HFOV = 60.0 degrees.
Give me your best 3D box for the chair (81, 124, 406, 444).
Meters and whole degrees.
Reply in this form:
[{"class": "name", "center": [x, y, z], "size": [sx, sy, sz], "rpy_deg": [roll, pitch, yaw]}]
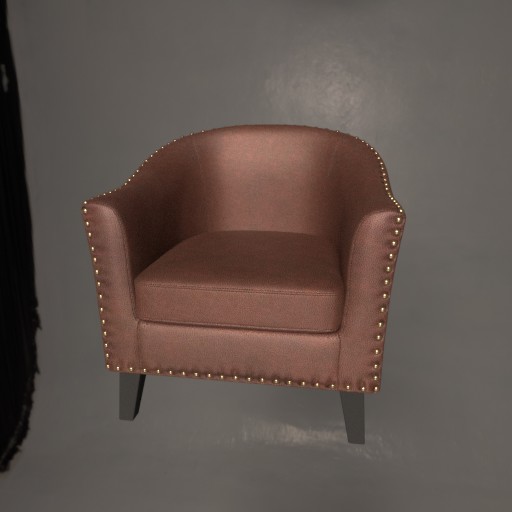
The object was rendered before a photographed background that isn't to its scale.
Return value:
[{"class": "chair", "center": [0.000, 0.000, 1.428], "size": [0.794, 0.823, 0.748], "rpy_deg": [2, 16, 8]}]
